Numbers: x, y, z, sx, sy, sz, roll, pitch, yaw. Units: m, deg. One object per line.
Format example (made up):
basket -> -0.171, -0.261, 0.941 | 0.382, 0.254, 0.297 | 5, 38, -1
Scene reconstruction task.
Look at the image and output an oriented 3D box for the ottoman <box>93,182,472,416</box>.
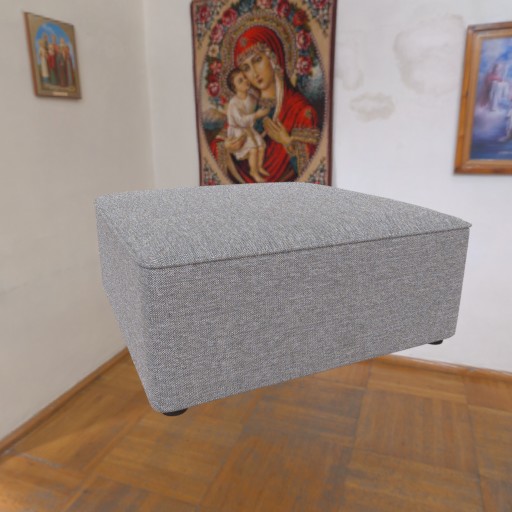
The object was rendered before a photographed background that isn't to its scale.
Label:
ottoman -> 0.000, 0.000, 1.608 | 1.005, 0.455, 1.005 | -7, 18, -24
